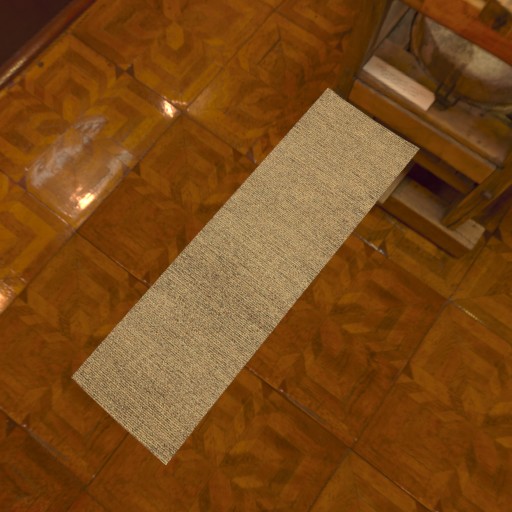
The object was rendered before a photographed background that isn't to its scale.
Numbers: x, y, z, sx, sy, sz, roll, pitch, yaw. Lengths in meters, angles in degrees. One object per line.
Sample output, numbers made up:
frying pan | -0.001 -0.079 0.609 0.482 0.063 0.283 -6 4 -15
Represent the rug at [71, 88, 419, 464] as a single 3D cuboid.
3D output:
rug | 0.000 0.000 2.570 0.697 0.013 2.335 39 79 9
